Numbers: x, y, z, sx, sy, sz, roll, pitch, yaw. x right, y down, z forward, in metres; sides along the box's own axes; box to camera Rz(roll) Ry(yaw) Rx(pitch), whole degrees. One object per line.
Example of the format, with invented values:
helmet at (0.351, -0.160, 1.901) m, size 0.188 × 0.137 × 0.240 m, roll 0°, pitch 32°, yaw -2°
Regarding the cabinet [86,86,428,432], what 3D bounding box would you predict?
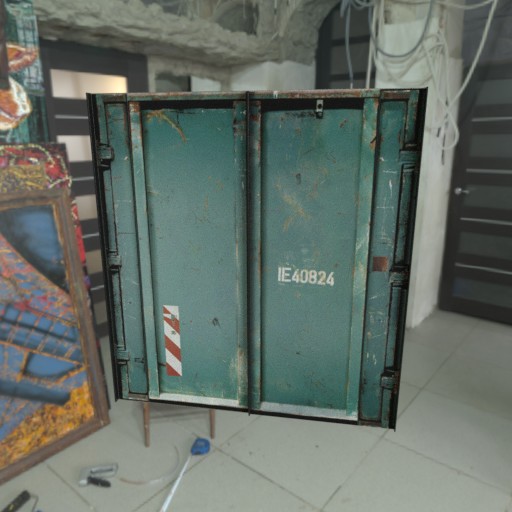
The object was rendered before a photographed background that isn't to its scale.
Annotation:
cabinet at (0.000, 0.000, 3.151) m, size 2.000 × 2.160 × 0.680 m, roll 3°, pitch 15°, yaw 10°
